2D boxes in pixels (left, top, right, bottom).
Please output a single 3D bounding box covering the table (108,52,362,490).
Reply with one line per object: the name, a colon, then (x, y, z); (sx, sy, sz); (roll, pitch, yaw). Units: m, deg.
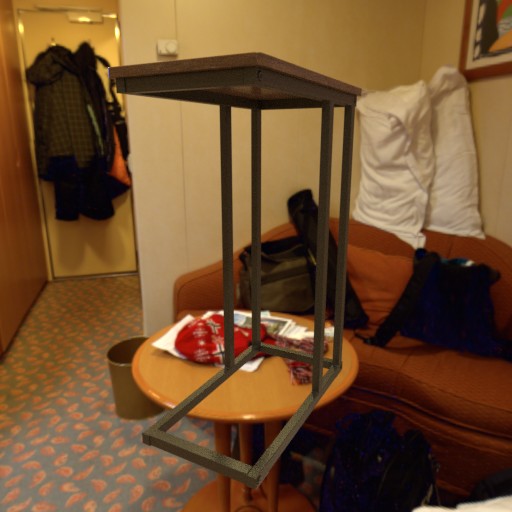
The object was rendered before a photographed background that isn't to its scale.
table: (0.000, 0.000, 0.857); (0.254, 0.637, 0.450); (8, 16, 28)
